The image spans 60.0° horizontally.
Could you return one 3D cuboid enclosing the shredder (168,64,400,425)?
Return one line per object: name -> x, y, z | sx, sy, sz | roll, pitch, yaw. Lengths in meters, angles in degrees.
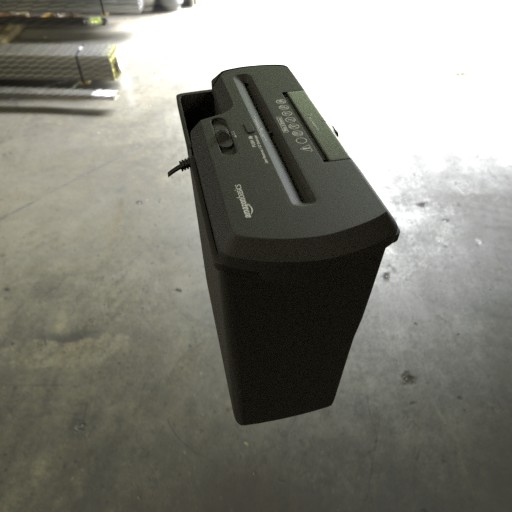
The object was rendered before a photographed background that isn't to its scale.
shredder -> 0.000, 0.000, 0.520 | 0.170, 0.335, 0.320 | -9, 46, -9
